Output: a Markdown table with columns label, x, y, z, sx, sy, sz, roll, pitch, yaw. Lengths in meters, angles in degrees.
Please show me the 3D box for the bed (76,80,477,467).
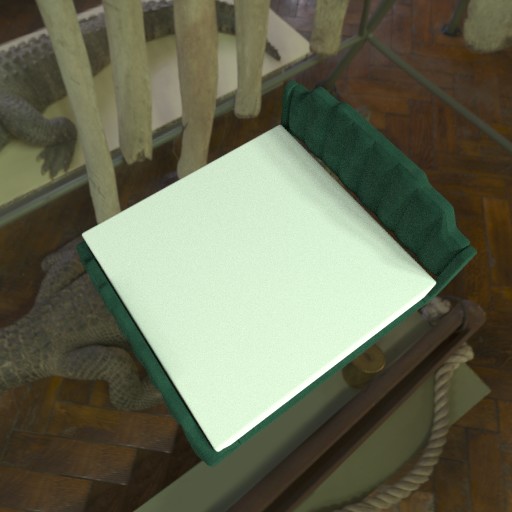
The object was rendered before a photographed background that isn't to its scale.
| label | x | y | z | sx | sy | sz | roll | pitch | yaw |
| --- | --- | --- | --- | --- | --- | --- | --- | --- | --- |
| bed | 0.000 | 0.000 | 3.501 | 2.340 | 1.245 | 2.074 | -33 | 67 | -15 |
